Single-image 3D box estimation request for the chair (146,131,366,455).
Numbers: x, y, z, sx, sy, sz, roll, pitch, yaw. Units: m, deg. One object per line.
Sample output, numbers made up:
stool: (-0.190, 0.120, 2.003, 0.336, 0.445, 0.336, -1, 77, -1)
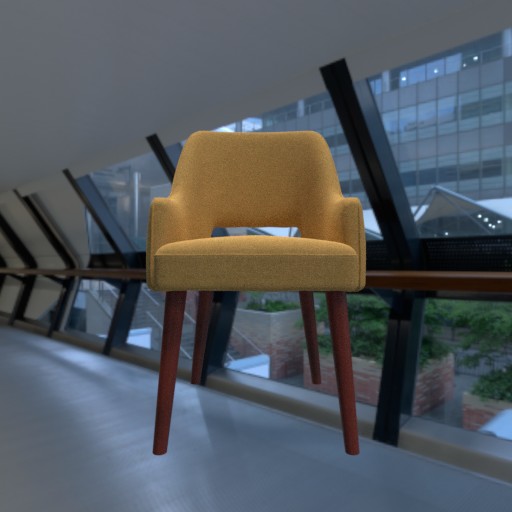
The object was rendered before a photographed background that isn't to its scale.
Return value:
chair: (0.000, 0.000, 1.244, 0.548, 0.849, 0.605, 0, 0, 0)
